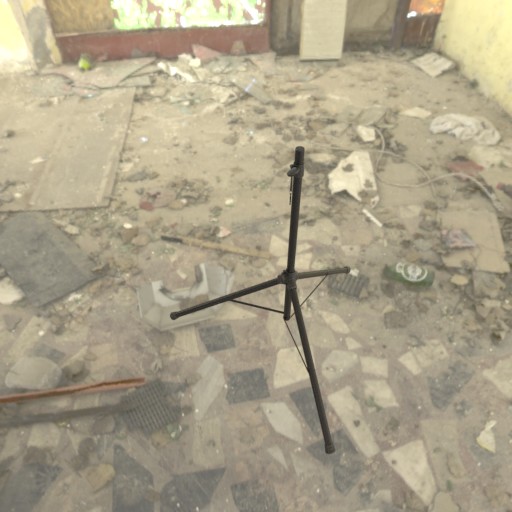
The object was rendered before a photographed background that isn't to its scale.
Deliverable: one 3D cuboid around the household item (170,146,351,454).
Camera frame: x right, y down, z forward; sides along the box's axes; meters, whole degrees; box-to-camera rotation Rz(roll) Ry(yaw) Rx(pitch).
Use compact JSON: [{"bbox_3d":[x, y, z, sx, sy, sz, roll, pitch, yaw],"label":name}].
[{"bbox_3d":[0.000,0.000,2.779,1.339,1.595,1.596,9,45,9],"label":"household item"}]
